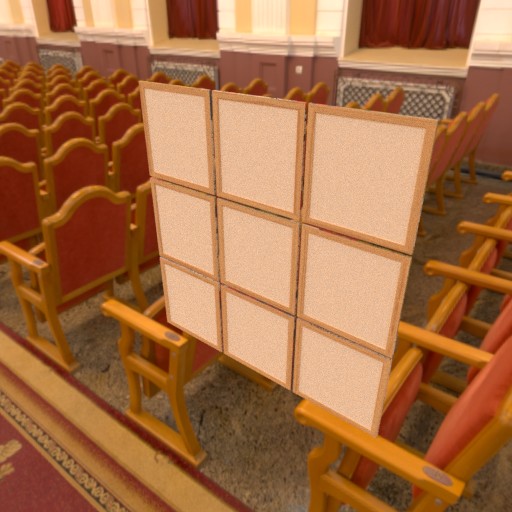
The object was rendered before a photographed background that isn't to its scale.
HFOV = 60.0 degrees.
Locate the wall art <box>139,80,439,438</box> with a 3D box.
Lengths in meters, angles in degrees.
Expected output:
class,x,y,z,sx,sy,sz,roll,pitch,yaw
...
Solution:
class,x,y,z,sx,sy,sz,roll,pitch,yaw
wall art,0.000,0.000,2.232,1.519,1.534,0.013,21,35,33
